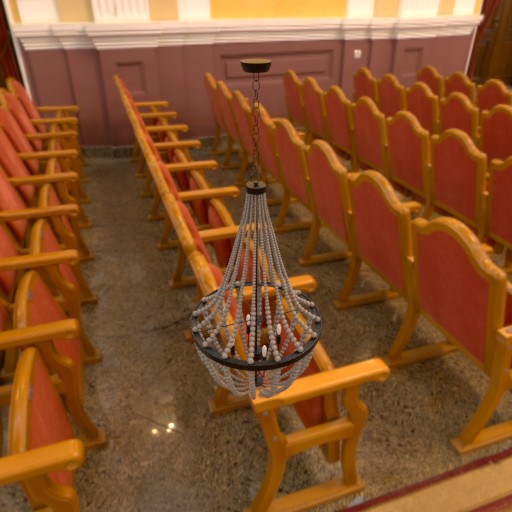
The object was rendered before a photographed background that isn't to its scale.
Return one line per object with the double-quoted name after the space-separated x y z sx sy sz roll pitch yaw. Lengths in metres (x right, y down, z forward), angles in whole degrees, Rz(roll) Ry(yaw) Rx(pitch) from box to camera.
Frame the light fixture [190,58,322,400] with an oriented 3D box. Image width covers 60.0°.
0.000 0.000 1.394 0.450 1.133 0.450 0 31 0 "light fixture"
